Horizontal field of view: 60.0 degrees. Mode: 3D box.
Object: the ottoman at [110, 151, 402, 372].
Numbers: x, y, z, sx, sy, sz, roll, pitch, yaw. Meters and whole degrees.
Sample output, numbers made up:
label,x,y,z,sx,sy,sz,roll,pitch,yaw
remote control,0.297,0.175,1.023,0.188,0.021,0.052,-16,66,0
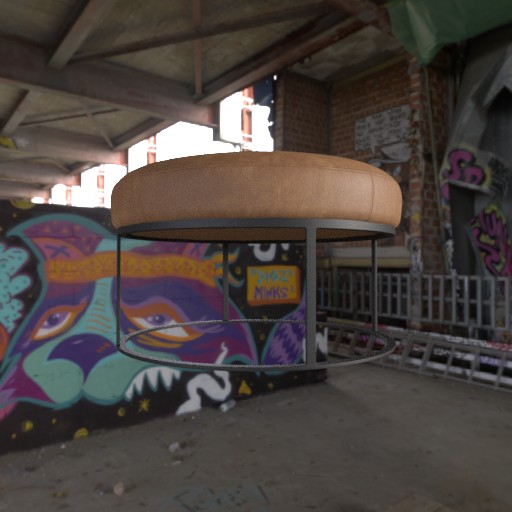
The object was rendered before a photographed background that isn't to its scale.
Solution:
label,x,y,z,sx,sy,sz,roll,pitch,yaw
ottoman,0.000,0.000,1.228,0.771,0.460,0.771,0,-1,0
